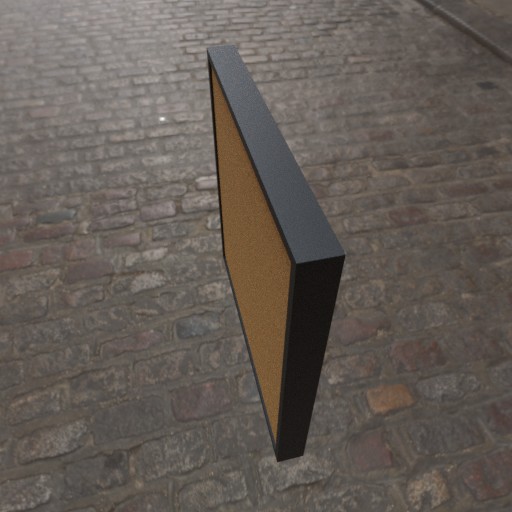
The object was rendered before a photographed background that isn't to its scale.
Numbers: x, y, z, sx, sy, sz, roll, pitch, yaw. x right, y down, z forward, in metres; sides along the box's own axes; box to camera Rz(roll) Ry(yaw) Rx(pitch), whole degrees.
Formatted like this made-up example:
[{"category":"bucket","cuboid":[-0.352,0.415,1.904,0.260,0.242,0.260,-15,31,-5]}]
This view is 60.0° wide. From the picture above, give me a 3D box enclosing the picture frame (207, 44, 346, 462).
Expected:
[{"category":"picture frame","cuboid":[0.000,0.000,0.474,0.030,0.317,0.317,-10,47,-9]}]
